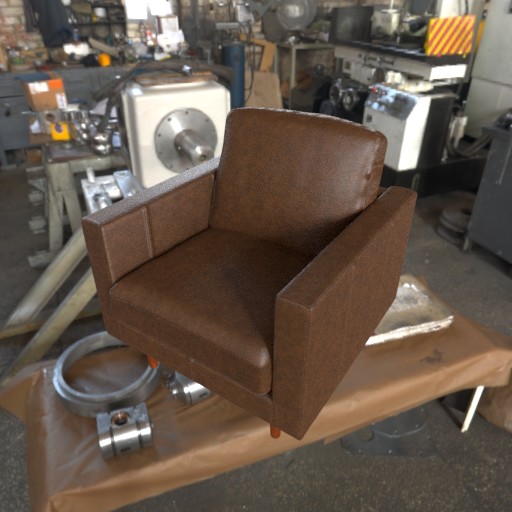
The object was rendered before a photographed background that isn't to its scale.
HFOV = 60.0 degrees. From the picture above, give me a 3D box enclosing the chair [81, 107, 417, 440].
[{"bbox_3d":[0.000,0.000,1.696,0.890,0.956,0.909,19,37,28],"label":"chair"}]
